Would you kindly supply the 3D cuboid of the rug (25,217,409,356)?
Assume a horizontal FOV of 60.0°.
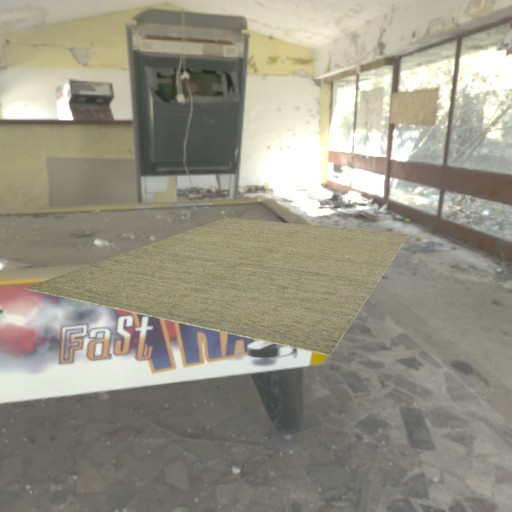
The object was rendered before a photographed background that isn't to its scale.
[{"bbox_3d":[0.000,0.000,4.313,2.437,0.014,3.201,8,18,25],"label":"rug"}]
